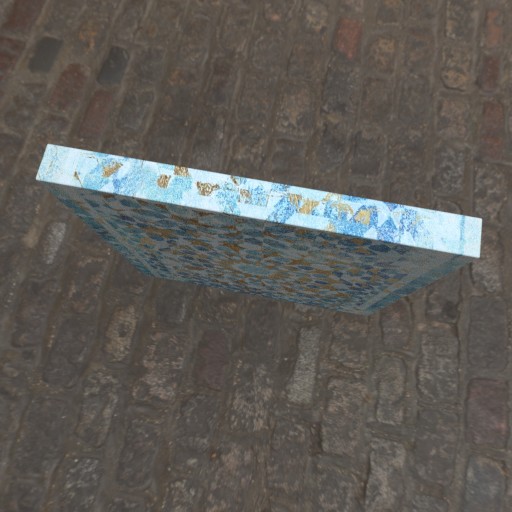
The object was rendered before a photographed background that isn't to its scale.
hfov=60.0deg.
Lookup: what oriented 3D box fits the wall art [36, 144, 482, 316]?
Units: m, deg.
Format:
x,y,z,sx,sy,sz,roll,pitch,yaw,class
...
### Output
x,y,z,sx,sy,sz,roll,pitch,yaw,class
0.000,0.000,0.597,0.405,0.405,0.037,10,75,3,wall art
